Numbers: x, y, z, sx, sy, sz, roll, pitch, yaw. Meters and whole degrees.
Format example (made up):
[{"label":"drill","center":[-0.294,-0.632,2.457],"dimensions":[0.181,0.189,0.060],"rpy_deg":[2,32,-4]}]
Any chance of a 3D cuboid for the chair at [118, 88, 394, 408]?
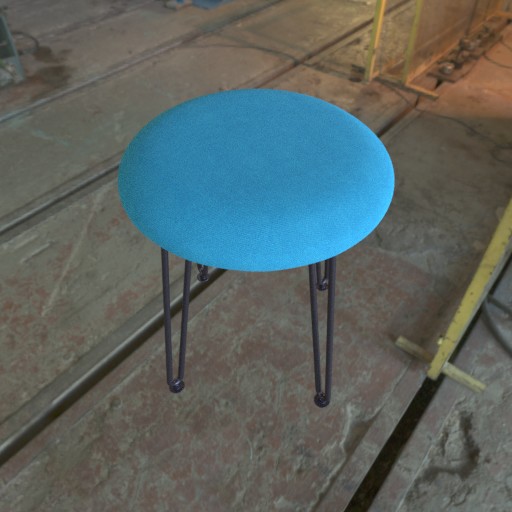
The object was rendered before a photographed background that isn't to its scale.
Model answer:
[{"label":"chair","center":[0.000,0.000,0.699],"dimensions":[0.350,0.430,0.350],"rpy_deg":[-4,47,-4]}]
